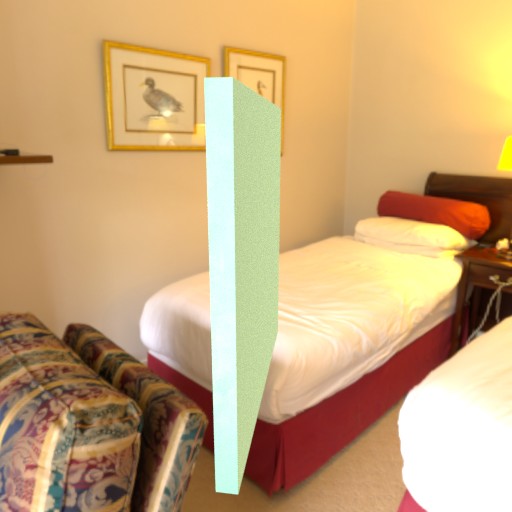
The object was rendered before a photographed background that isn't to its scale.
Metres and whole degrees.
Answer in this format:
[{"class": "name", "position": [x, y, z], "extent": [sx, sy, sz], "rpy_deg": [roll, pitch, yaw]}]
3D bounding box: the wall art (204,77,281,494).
[{"class": "wall art", "position": [0.000, 0.000, 0.897], "extent": [0.036, 0.603, 0.603], "rpy_deg": [2, 15, 8]}]
